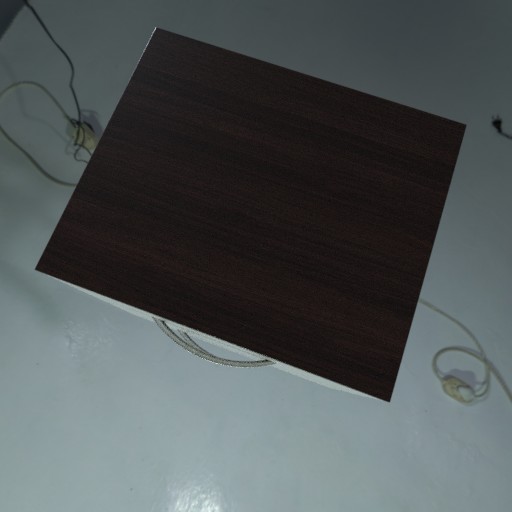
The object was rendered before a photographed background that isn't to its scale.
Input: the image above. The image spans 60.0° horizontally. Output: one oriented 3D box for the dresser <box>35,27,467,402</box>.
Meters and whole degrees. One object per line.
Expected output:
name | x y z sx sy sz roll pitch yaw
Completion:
dresser | 0.000 0.000 0.727 0.400 0.470 0.360 20 76 5
